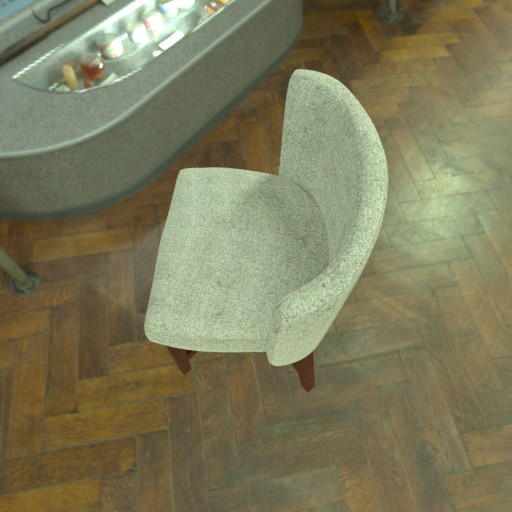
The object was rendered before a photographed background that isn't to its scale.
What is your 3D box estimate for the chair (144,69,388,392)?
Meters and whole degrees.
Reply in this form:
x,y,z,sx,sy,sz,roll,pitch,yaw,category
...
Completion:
x,y,z,sx,sy,sz,roll,pitch,yaw,category
0.000,0.000,1.317,0.575,0.827,0.728,4,59,2,chair
